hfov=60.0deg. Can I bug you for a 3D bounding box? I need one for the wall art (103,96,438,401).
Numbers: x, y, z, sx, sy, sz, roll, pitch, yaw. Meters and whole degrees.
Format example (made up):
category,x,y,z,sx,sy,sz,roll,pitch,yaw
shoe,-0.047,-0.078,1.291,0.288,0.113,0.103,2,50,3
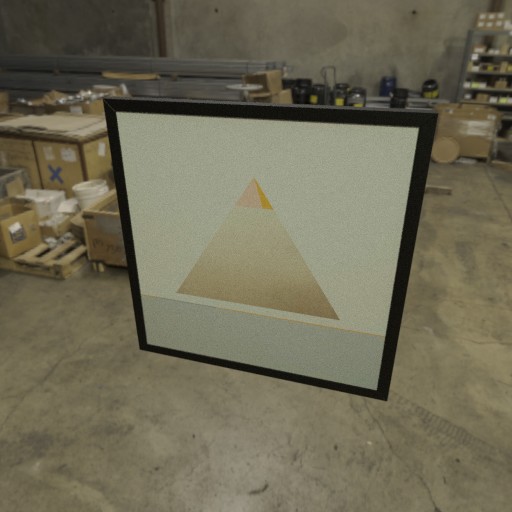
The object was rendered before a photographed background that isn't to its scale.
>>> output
category,x,y,z,sx,sy,sz,roll,pitch,yaw
wall art,0.000,0.000,1.168,0.769,0.766,0.042,8,28,15
